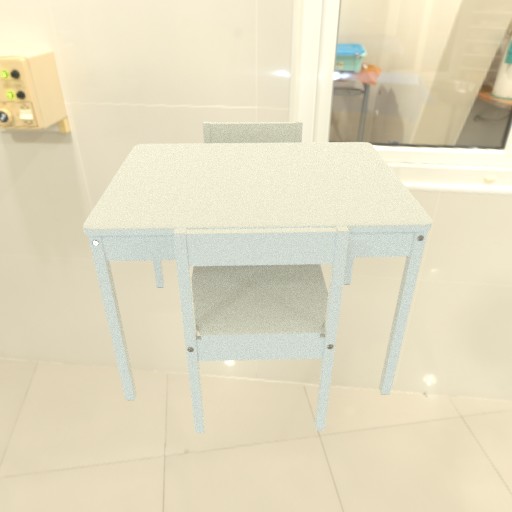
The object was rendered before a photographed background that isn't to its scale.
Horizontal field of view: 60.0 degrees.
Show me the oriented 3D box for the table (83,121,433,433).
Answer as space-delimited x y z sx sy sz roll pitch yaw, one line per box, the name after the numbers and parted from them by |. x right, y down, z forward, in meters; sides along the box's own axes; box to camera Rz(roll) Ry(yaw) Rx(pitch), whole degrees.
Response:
0.000 0.000 1.130 0.650 0.503 0.672 -1 32 -1 | table
